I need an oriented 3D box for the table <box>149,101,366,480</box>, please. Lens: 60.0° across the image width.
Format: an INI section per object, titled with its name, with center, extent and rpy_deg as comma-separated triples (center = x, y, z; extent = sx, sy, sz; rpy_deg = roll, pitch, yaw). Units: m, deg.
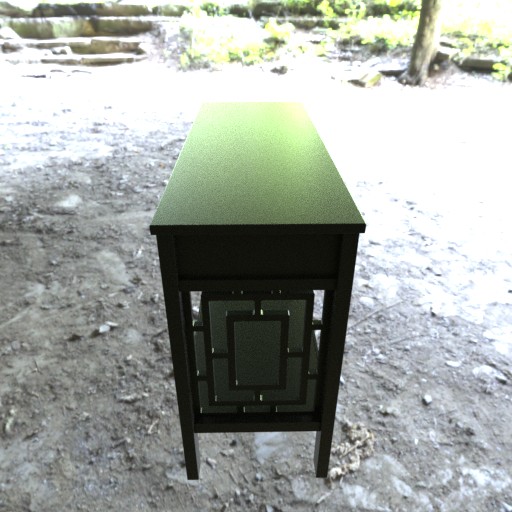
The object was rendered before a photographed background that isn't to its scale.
[table]
center = 0.000, 0.000, 1.435
extent = 0.397, 0.753, 1.068
rpy_deg = -1, 30, -1
